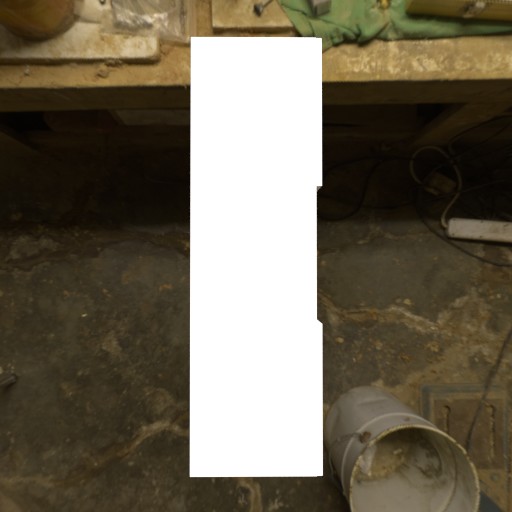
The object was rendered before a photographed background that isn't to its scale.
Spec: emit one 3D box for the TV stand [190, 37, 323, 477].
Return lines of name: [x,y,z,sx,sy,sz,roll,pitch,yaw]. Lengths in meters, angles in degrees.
TV stand: [0.000,0.000,1.568,0.420,0.310,1.400,0,89,0]
